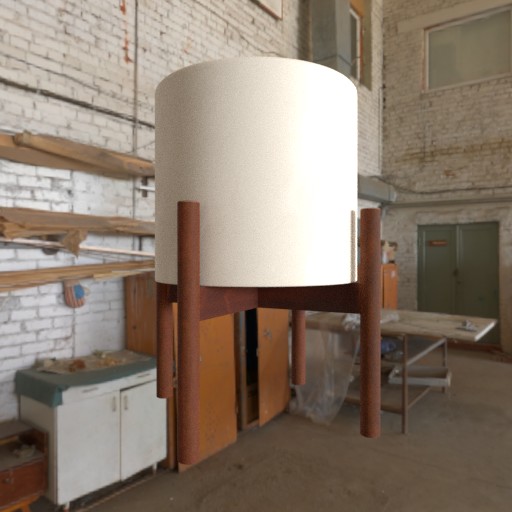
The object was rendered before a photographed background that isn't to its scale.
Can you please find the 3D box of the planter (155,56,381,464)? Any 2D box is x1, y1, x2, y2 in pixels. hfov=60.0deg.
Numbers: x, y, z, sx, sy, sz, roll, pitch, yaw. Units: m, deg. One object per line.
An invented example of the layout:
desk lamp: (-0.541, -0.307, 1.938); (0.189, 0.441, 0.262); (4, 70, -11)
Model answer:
planter: (0.000, 0.000, 0.504); (0.224, 0.358, 0.224); (0, 0, -18)
